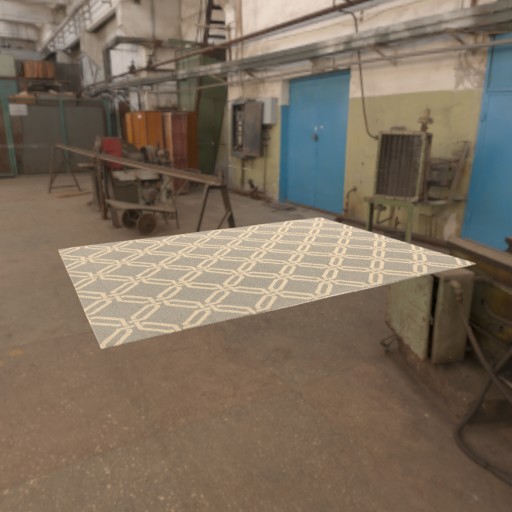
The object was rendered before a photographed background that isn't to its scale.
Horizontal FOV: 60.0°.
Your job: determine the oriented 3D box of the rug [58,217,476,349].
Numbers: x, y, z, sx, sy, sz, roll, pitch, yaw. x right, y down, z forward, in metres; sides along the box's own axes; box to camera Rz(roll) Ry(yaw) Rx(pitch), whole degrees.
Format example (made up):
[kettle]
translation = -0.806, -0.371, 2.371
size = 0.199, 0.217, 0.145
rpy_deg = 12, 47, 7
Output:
[rug]
translation = 0.000, 0.000, 2.755
size = 2.133, 0.013, 1.522
rpy_deg = -9, 19, -28
